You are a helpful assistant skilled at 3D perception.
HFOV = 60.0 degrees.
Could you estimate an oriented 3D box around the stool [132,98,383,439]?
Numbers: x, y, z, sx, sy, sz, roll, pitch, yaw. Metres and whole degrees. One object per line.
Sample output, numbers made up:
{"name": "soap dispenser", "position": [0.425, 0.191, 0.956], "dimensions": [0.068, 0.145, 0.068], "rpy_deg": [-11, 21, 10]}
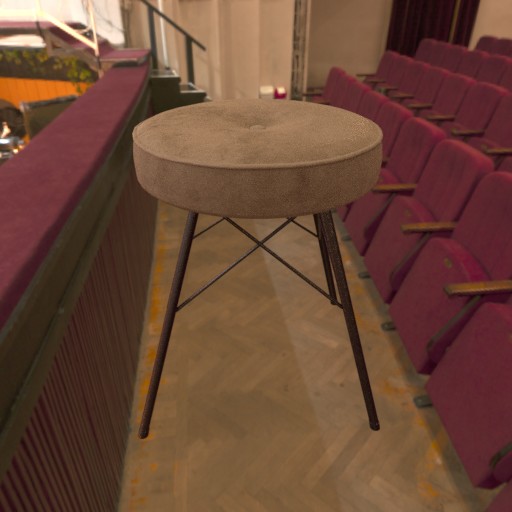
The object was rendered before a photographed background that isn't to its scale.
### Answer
{"name": "stool", "position": [0.000, 0.000, 0.871], "dimensions": [0.457, 0.538, 0.423], "rpy_deg": [-1, 30, -2]}
